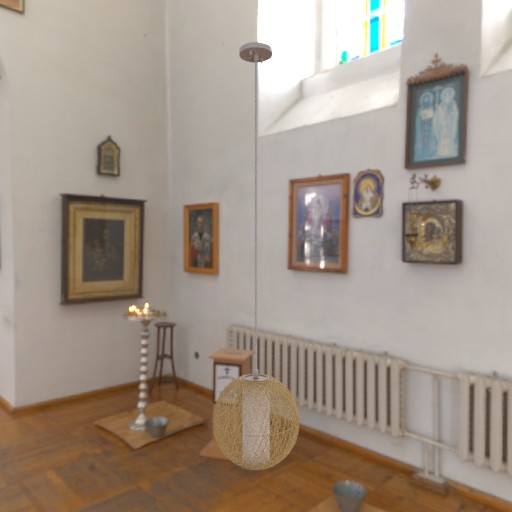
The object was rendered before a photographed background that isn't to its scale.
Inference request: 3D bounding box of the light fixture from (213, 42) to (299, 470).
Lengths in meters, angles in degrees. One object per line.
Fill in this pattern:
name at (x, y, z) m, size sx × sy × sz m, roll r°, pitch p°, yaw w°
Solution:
light fixture at (0.000, 0.000, 2.101) m, size 0.406 × 1.955 × 0.407 m, roll 0°, pitch 0°, yaw 1°
